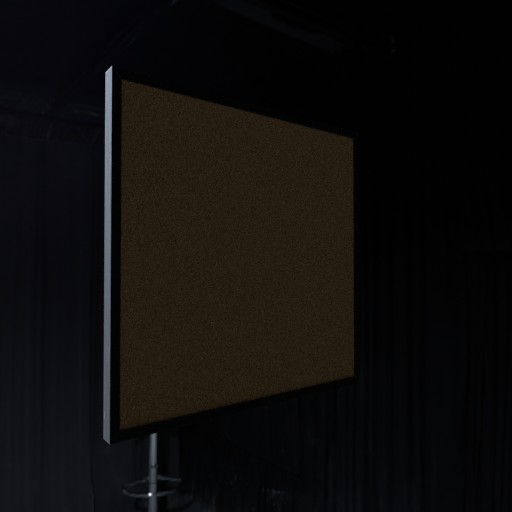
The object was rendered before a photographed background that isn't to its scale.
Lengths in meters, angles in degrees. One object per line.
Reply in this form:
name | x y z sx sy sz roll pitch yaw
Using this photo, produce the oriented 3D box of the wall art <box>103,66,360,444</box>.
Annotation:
wall art | 0.000 0.000 1.135 0.761 0.761 0.037 1 -1 -37
